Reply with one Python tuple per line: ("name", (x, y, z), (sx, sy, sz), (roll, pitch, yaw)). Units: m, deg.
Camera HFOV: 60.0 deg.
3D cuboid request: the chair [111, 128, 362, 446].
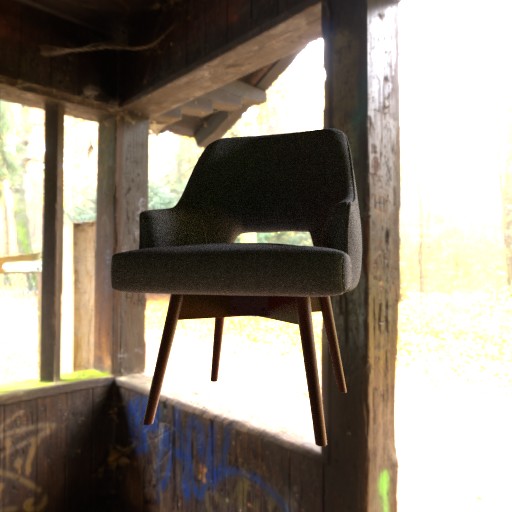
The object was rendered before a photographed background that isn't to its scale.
("chair", (0.000, 0.000, 1.299), (0.608, 0.875, 0.629), (0, -1, 17))
